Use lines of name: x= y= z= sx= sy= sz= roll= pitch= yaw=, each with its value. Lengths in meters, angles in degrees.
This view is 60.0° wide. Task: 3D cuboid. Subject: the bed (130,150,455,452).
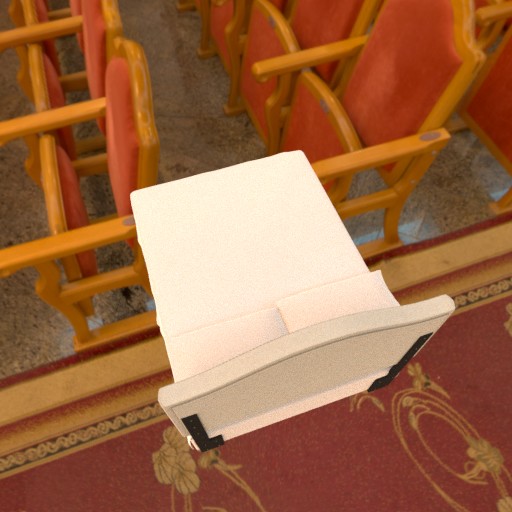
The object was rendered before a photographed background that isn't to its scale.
bed: x=0.000 y=0.000 z=3.441 sx=1.813 sy=1.607 sz=2.180 roll=-16 pitch=59 yaw=-10
